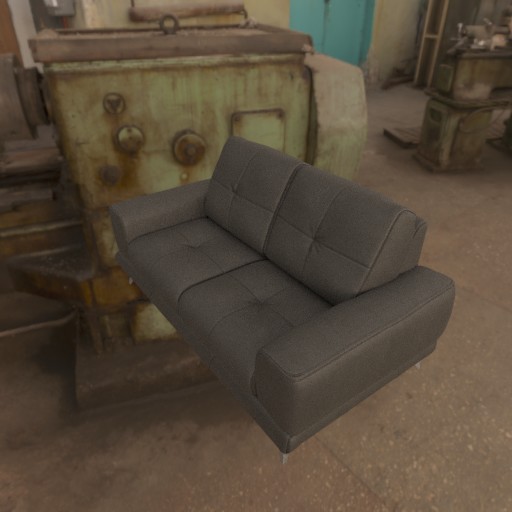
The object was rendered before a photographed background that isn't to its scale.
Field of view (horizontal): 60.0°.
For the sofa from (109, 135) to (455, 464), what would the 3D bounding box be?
[{"bbox_3d":[0.000,0.000,2.409,1.018,0.907,1.806,-21,38,-30],"label":"sofa"}]
